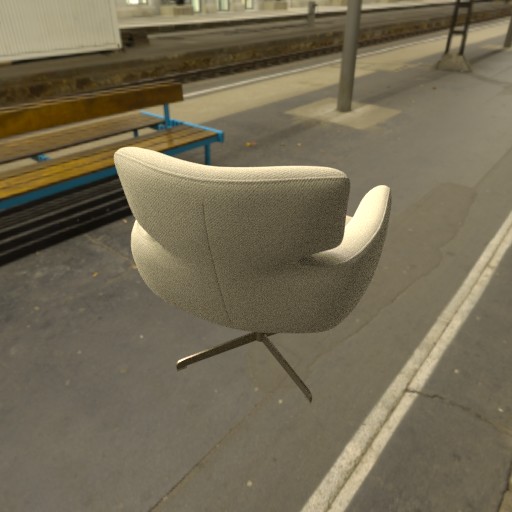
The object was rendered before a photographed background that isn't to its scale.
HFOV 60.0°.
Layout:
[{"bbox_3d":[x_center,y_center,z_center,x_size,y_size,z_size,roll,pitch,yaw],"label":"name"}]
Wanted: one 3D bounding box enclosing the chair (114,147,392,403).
[{"bbox_3d":[0.000,0.000,1.379,0.760,0.810,0.730,9,33,15],"label":"chair"}]
